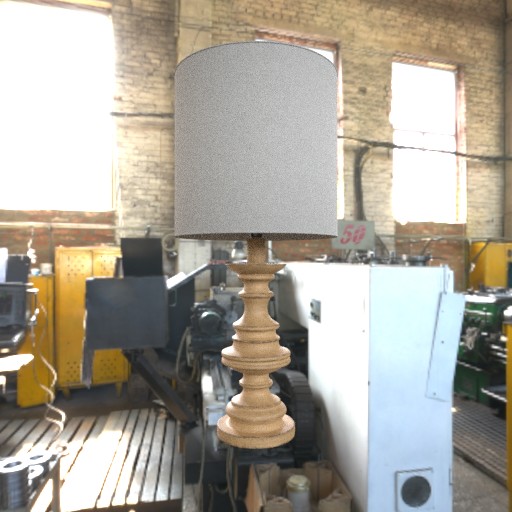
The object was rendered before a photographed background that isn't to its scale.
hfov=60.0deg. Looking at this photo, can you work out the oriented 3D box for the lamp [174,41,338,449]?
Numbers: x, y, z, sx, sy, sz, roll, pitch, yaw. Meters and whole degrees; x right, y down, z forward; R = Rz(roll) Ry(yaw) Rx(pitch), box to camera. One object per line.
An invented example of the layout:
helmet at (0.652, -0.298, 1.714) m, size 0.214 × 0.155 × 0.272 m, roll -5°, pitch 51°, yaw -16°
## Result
lamp at (0.000, 0.000, 0.573) m, size 0.208 × 0.455 × 0.208 m, roll 0°, pitch 0°, yaw 38°
